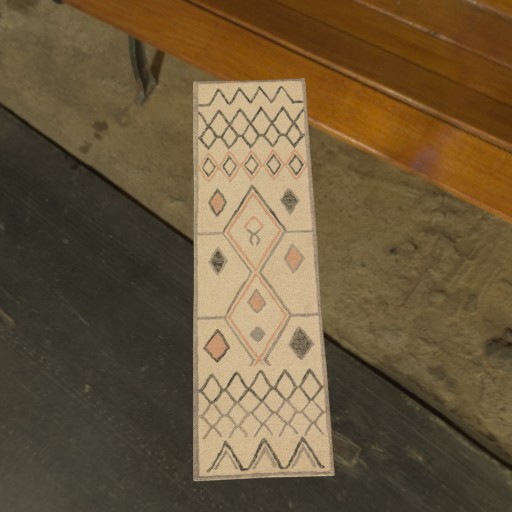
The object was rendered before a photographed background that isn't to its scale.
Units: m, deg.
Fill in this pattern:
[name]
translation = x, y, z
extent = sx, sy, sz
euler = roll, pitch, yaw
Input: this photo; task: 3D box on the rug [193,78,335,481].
[rug]
translation = 0.000, 0.000, 2.656
extent = 0.750, 0.011, 2.435
euler = -2, 75, -1
